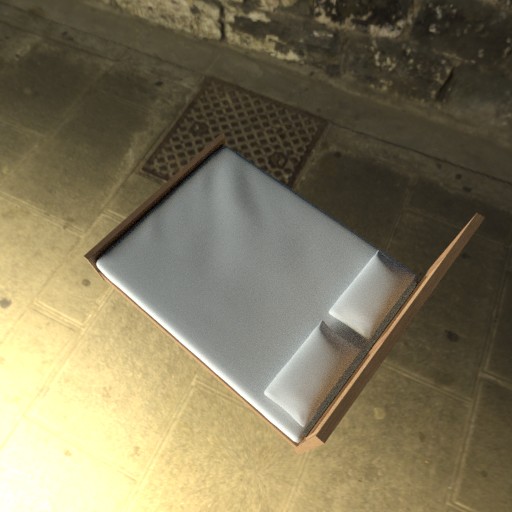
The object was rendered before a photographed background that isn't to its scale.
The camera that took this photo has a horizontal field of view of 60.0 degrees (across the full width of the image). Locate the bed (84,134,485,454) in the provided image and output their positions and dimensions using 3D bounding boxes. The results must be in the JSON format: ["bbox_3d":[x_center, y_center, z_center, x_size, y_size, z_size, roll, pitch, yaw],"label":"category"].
[{"bbox_3d":[0.000,0.000,3.277,2.184,1.387,1.606,37,69,16],"label":"bed"}]
